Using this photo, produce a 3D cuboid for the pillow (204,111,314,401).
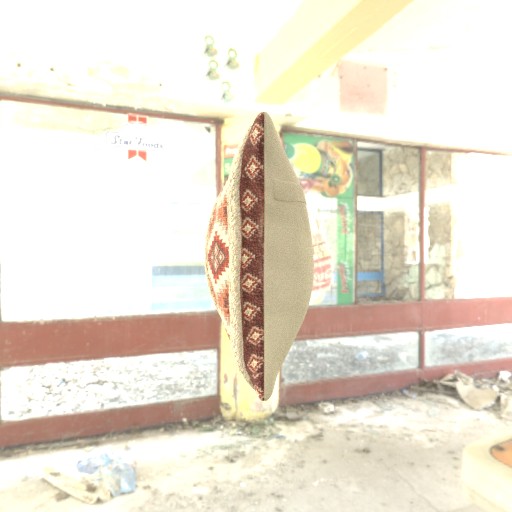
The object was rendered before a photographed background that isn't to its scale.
[{"bbox_3d":[0.000,0.000,0.746,0.161,0.295,0.608,0,0,-1],"label":"pillow"}]
